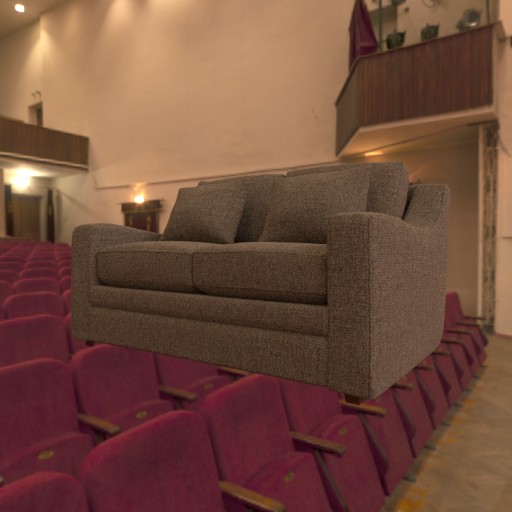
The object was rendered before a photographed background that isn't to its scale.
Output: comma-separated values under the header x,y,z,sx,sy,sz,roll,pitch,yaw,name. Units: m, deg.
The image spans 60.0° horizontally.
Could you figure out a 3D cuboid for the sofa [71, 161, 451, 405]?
x,y,z,sx,sy,sz,roll,pitch,yaw,name
0.000,0.000,2.374,1.778,0.991,1.120,1,2,35,sofa
